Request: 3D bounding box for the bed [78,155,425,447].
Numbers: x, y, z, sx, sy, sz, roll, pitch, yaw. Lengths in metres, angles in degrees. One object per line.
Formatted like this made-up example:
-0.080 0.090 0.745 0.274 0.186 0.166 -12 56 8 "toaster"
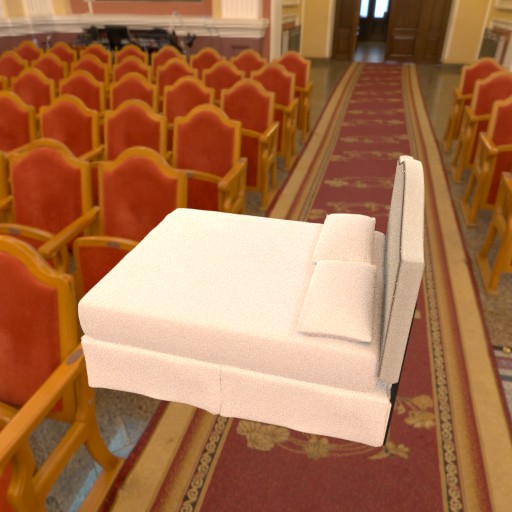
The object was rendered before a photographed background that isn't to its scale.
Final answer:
0.000 0.000 3.389 2.180 1.607 1.813 8 31 13 "bed"
